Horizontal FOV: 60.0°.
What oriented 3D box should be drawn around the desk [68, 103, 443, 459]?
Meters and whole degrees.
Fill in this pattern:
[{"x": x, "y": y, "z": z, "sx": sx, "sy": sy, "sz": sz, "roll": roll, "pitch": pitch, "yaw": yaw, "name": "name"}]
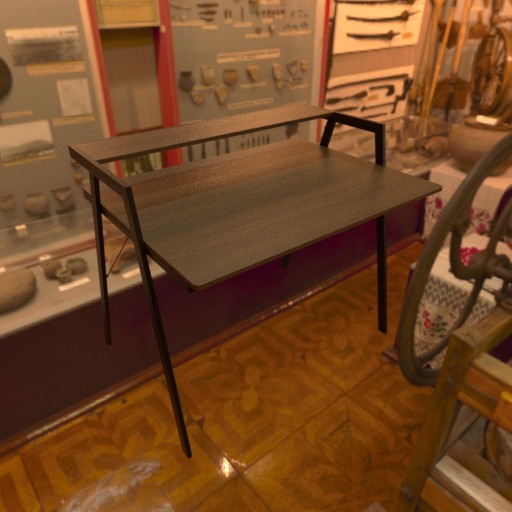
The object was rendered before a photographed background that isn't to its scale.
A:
[{"x": 0.000, "y": 0.000, "z": 1.896, "sx": 1.143, "sy": 0.998, "sz": 0.936, "roll": -22, "pitch": 37, "yaw": -32, "name": "desk"}]
